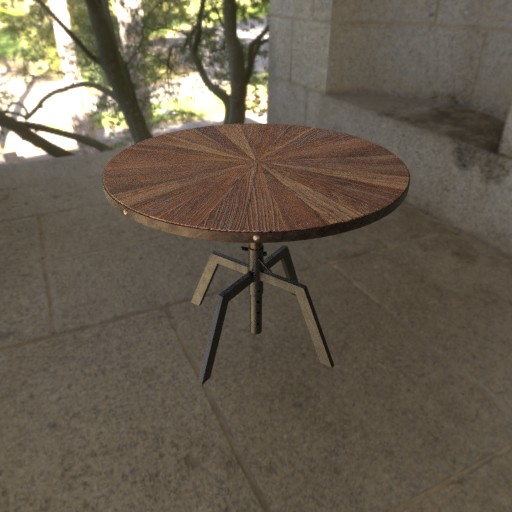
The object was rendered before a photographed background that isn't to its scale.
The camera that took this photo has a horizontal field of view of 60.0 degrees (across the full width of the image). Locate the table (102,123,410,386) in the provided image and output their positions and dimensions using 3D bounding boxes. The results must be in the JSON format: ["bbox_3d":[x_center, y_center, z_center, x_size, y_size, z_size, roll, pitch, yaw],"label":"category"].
[{"bbox_3d":[0.000,0.000,1.494,0.885,0.658,0.885,0,31,0],"label":"table"}]
